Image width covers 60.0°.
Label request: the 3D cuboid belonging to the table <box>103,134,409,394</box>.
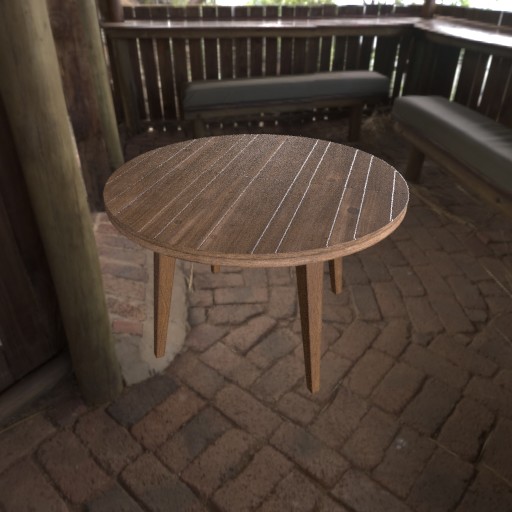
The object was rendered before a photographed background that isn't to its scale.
[{"bbox_3d":[0.000,0.000,2.032,1.213,0.764,1.213,0,32,0],"label":"table"}]
